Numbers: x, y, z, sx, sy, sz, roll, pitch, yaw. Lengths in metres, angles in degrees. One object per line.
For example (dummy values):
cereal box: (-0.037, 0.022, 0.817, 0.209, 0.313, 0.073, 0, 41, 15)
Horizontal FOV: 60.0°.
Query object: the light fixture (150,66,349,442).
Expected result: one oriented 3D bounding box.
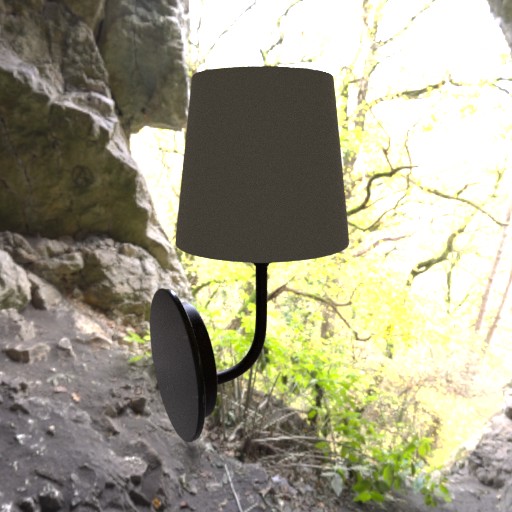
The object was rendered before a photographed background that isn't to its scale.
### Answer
light fixture: (0.000, 0.000, 0.445, 0.188, 0.337, 0.168, -8, 17, -28)
